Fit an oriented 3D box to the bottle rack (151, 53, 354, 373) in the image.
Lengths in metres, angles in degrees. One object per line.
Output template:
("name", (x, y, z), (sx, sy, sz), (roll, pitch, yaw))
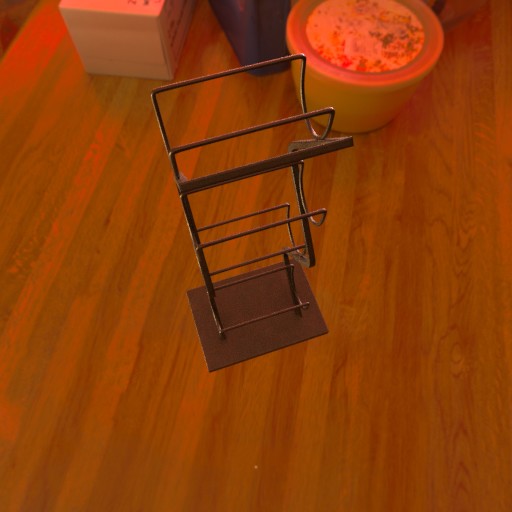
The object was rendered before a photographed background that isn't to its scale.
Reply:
("bottle rack", (0.000, 0.000, 0.680), (0.254, 0.559, 0.178), (-17, 66, -8))
